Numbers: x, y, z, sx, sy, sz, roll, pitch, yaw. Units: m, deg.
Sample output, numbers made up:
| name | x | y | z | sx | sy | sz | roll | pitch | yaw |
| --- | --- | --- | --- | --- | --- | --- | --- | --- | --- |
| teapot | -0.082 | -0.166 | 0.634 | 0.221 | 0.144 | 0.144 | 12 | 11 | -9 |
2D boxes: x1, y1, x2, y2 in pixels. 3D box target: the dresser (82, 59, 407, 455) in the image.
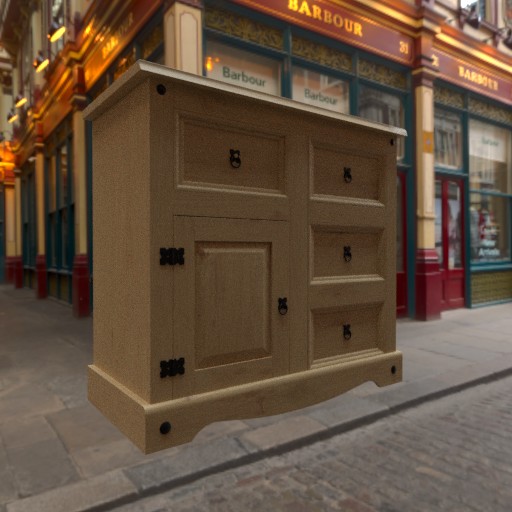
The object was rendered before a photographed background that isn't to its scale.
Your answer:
| name | x | y | z | sx | sy | sz | roll | pitch | yaw |
| --- | --- | --- | --- | --- | --- | --- | --- | --- | --- |
| dresser | 0.000 | 0.000 | 1.372 | 0.915 | 0.835 | 0.440 | -1 | 1 | -36 |
